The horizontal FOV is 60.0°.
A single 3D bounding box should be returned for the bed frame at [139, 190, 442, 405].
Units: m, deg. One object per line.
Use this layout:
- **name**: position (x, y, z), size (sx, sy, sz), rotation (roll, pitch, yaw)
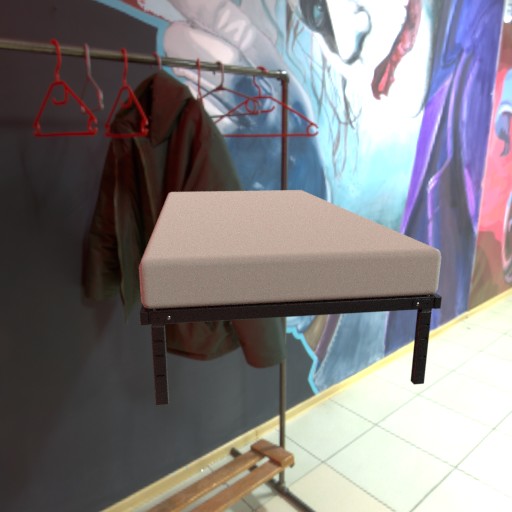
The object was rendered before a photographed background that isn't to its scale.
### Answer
- **bed frame**: position (0.000, 0.000, 3.262), size (1.393, 0.680, 2.635), rotation (-2, 15, -8)
